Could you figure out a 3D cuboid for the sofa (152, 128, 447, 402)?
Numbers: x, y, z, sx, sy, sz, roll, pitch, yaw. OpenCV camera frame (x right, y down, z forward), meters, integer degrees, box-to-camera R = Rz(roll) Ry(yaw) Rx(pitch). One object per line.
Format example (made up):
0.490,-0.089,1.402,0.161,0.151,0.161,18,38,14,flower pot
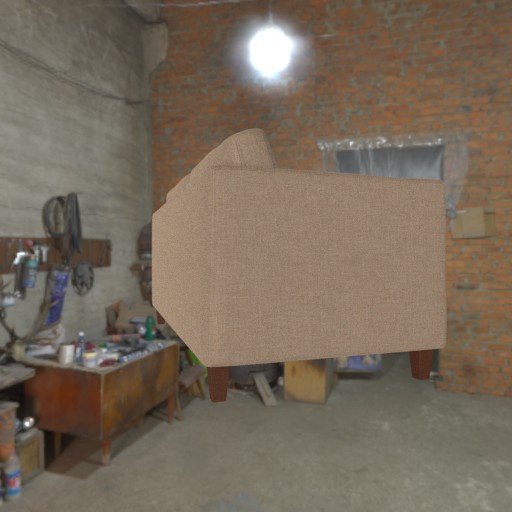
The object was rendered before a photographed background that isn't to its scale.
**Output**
0.000,0.000,2.393,0.951,0.947,1.884,0,0,-18,sofa
